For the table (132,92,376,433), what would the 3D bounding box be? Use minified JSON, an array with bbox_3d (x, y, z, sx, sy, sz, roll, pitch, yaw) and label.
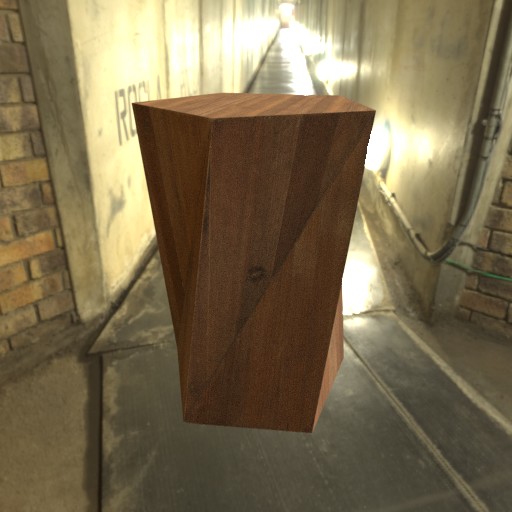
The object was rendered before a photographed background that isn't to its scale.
[{"bbox_3d":[0.000,0.000,0.916,0.441,0.604,0.425,16,29,32],"label":"table"}]
